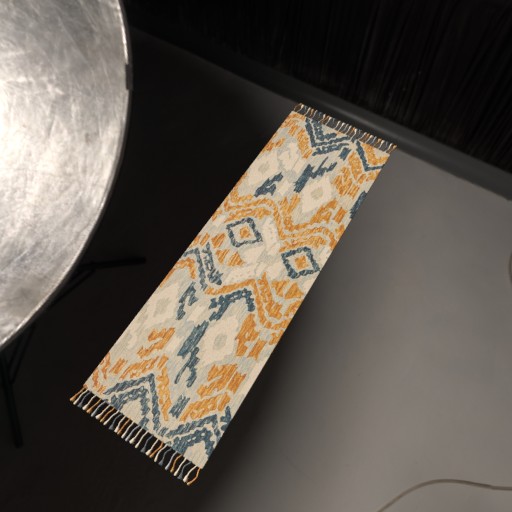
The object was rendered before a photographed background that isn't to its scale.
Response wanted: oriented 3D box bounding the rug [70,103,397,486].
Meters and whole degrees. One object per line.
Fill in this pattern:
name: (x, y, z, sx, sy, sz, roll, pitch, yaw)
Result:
rug: (0.000, 0.000, 2.664, 0.783, 0.010, 2.437, 29, 67, 13)
